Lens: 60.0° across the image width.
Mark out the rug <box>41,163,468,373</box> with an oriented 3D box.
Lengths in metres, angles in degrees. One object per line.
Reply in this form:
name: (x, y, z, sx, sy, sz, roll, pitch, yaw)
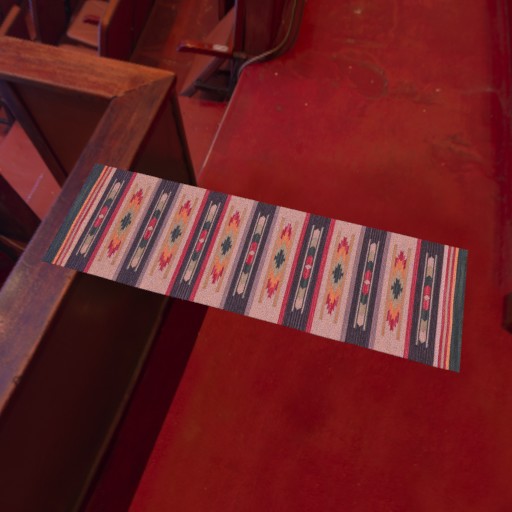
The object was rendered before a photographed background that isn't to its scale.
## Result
rug: (0.000, 0.000, 2.652, 2.440, 0.009, 0.760, 14, 64, 7)
